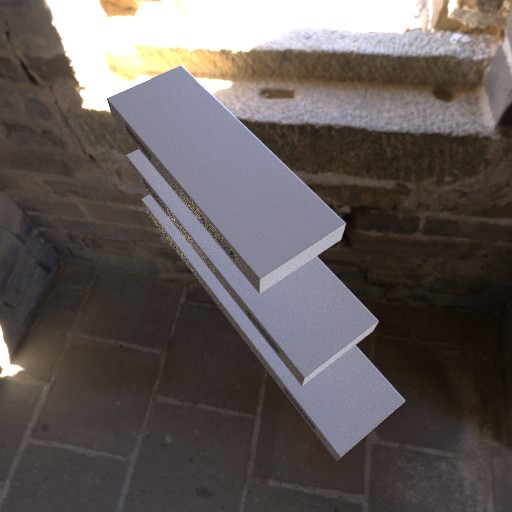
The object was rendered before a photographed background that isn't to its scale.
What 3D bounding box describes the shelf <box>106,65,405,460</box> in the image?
[{"bbox_3d":[0.000,0.000,0.718,0.140,0.293,0.610,-32,64,-18],"label":"shelf"}]
